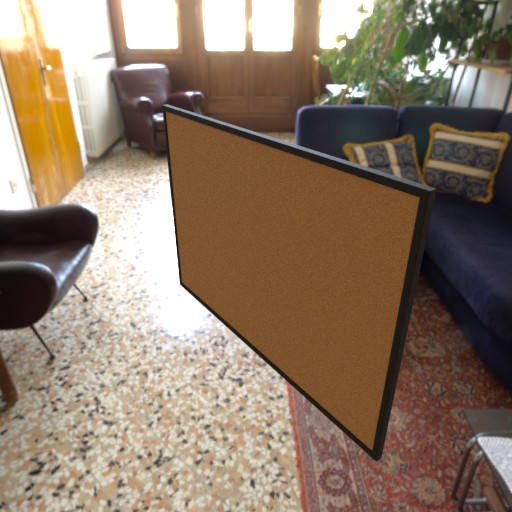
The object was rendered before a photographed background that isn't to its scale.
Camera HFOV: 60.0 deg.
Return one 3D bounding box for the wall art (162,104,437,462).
[{"bbox_3d":[0.000,0.000,0.839,0.013,0.458,0.664,-20,34,-32],"label":"wall art"}]
